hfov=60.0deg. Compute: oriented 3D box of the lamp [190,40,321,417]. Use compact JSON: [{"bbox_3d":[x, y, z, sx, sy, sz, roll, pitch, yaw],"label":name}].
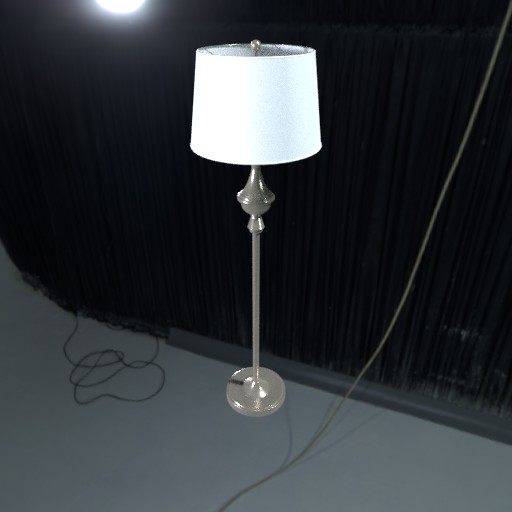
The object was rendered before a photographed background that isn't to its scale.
[{"bbox_3d":[0.000,0.000,1.691,0.431,1.488,0.431,0,31,0],"label":"lamp"}]
